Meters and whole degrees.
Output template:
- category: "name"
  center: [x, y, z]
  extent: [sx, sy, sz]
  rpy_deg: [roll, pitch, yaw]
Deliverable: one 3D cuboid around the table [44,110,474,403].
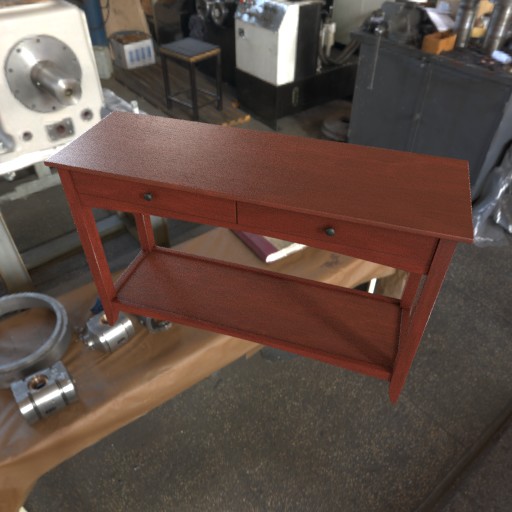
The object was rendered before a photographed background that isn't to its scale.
- category: "table"
  center: [0.000, 0.000, 1.543]
  extent: [1.188, 0.739, 0.392]
  rpy_deg: [12, 42, 13]
